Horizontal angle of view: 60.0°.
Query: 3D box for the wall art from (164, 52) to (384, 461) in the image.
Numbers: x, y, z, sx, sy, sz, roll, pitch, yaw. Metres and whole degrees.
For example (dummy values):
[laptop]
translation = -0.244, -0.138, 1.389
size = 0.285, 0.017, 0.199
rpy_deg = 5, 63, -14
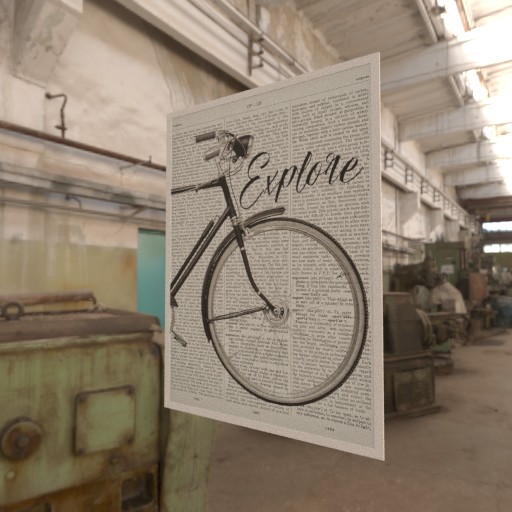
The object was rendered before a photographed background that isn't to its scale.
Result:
[wall art]
translation = 0.000, 0.000, 0.792
size = 0.457, 0.610, 0.003
rpy_deg = -2, -3, 35
